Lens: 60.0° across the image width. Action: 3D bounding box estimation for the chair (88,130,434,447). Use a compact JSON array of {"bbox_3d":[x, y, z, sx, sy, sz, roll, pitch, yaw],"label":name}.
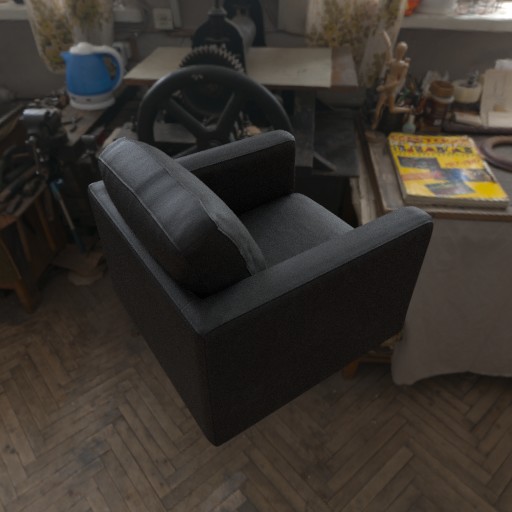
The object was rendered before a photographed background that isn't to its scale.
[{"bbox_3d":[0.000,0.000,1.603,0.879,0.898,0.831,-24,46,-26],"label":"chair"}]
